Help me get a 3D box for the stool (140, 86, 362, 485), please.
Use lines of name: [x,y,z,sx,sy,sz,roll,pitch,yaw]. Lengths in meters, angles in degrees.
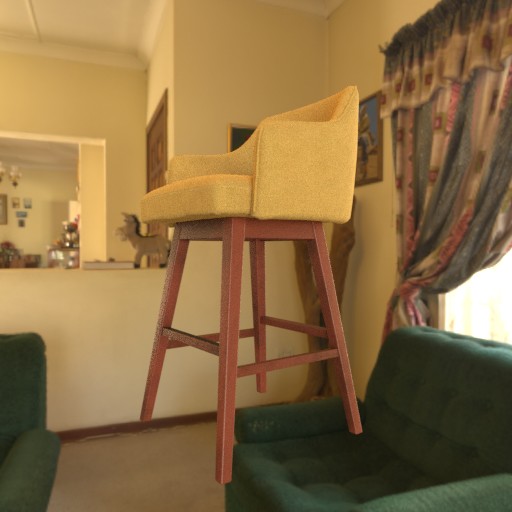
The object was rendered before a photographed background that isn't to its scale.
stool: [0.000,0.000,1.331,0.558,1.012,0.548,-1,1,-37]
